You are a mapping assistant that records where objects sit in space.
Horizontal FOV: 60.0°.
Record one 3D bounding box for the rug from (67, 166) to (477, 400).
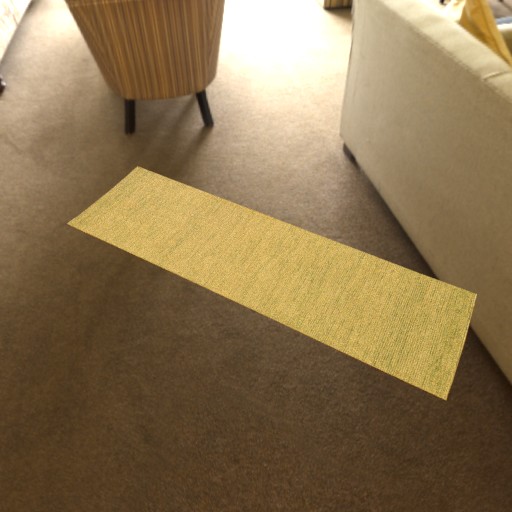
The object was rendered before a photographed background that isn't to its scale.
[{"bbox_3d":[0.000,0.000,2.558,2.340,0.013,0.686,23,51,20],"label":"rug"}]
